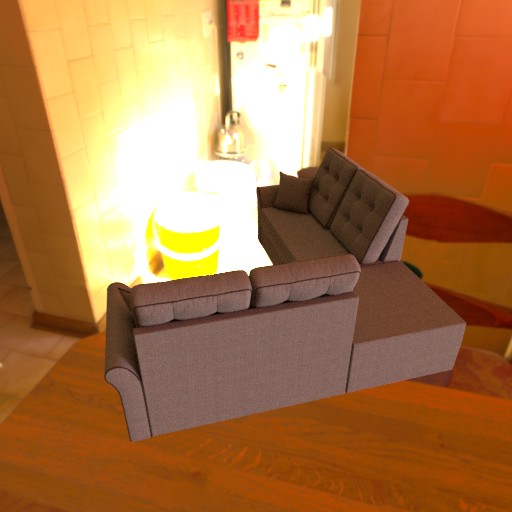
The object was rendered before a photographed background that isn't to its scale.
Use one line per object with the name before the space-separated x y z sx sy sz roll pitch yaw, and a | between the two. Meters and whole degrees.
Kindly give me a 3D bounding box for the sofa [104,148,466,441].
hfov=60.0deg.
sofa | 0.000 0.000 3.254 2.070 0.988 2.068 -8 32 -13
